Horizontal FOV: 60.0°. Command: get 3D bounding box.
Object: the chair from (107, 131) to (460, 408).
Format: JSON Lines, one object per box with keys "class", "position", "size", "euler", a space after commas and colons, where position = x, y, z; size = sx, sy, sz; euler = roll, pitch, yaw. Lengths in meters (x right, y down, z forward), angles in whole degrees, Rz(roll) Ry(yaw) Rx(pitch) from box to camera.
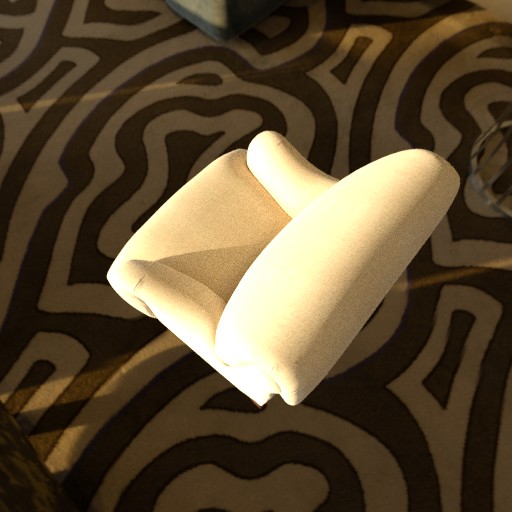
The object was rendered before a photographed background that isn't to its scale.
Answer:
{"class": "chair", "position": [0.000, 0.000, 1.514], "size": [0.842, 0.944, 0.766], "euler": [36, 69, 16]}
